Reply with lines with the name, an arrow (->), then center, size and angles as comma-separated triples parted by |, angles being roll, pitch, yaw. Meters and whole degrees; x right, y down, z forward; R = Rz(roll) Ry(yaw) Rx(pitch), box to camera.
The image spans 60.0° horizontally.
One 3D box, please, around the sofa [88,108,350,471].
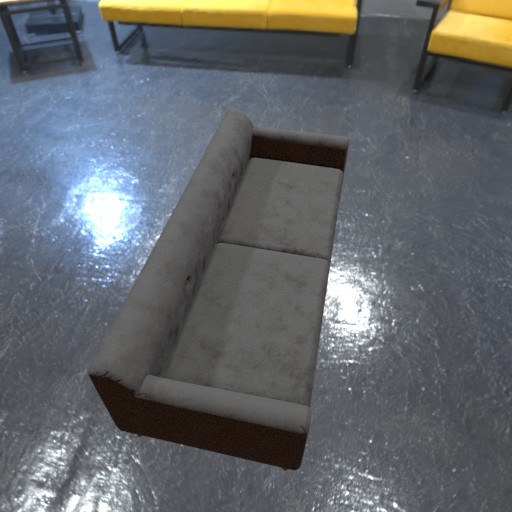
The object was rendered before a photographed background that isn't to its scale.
sofa -> 0.000, 0.000, 2.661 | 0.900, 0.740, 2.190 | 9, 47, 9
